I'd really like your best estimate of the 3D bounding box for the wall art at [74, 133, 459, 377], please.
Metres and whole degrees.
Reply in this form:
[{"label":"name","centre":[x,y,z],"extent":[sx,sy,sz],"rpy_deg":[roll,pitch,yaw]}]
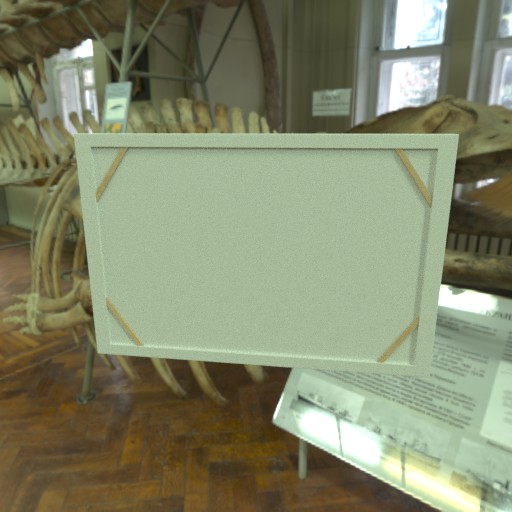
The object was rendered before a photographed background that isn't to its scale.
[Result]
[{"label":"wall art","centre":[0.000,0.000,1.146],"extent":[0.914,0.609,0.038],"rpy_deg":[2,16,8]}]
